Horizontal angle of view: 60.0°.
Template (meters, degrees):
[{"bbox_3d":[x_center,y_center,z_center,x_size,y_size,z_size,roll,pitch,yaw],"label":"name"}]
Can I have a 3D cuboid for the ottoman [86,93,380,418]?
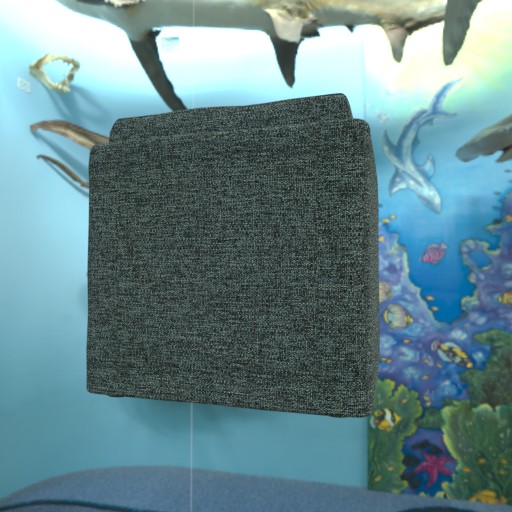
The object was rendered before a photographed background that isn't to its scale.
[{"bbox_3d":[0.000,0.000,0.853,0.450,0.463,0.450,-1,-2,17],"label":"ottoman"}]
